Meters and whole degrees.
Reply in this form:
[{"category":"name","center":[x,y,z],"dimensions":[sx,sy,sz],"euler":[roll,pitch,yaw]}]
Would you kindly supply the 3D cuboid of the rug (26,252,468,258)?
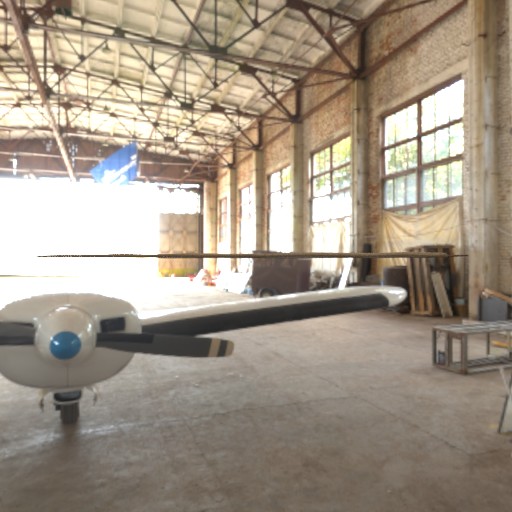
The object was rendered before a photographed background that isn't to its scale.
[{"category":"rug","center":[0.000,0.000,3.012],"dimensions":[2.434,0.027,1.529],"euler":[0,-1,17]}]
